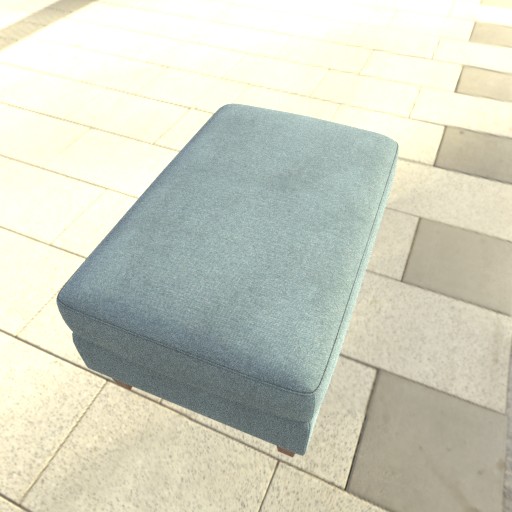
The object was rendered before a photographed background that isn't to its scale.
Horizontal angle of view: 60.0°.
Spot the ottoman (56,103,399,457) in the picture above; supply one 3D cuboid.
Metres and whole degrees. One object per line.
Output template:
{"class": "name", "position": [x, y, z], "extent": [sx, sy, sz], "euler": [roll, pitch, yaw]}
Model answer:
{"class": "ottoman", "position": [0.000, 0.000, 1.216], "extent": [0.584, 0.483, 0.864], "euler": [17, 50, 14]}
